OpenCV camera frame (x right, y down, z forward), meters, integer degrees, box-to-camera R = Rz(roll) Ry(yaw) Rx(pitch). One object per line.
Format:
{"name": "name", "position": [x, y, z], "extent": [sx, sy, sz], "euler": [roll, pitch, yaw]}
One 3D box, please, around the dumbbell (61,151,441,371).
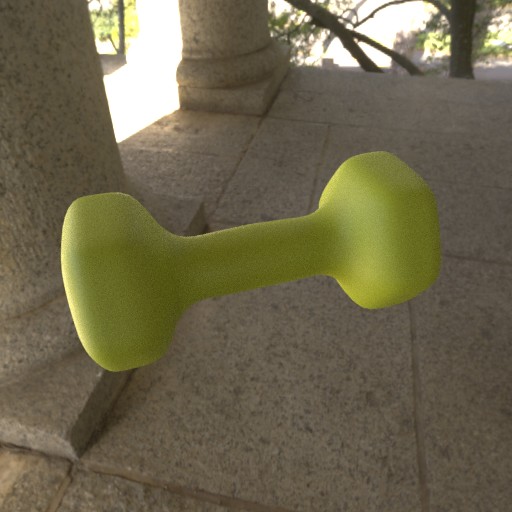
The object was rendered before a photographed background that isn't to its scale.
{"name": "dumbbell", "position": [0.000, 0.000, 0.208], "extent": [0.164, 0.072, 0.080], "euler": [-11, 41, -13]}
